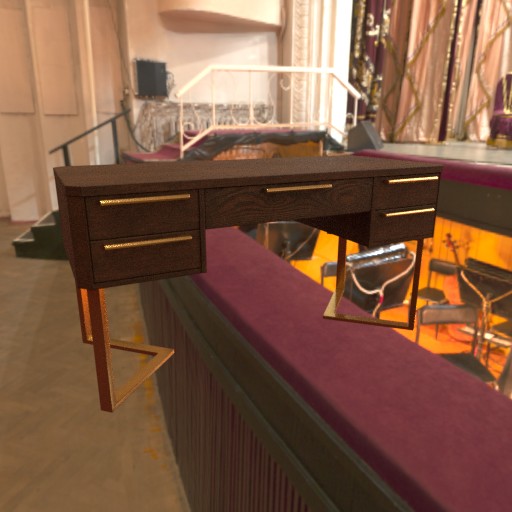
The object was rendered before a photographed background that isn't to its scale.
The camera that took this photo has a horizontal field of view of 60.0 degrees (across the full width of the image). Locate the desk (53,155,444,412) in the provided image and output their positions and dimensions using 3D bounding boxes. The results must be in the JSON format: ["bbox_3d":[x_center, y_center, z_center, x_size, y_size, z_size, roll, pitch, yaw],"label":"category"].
[{"bbox_3d":[0.000,0.000,1.908,1.479,0.762,0.684,-8,19,-25],"label":"desk"}]
